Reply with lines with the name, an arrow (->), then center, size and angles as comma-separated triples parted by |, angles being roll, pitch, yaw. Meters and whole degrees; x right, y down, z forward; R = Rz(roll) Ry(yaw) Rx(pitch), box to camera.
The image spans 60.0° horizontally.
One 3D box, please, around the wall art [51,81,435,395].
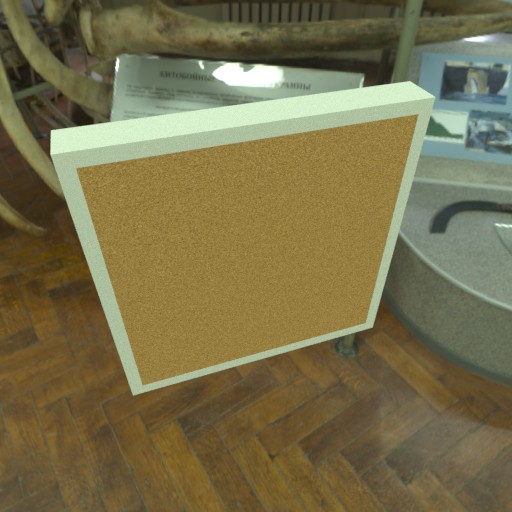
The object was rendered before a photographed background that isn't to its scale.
wall art -> 0.000, 0.000, 0.448 | 0.305, 0.302, 0.038 | -13, 43, -14
